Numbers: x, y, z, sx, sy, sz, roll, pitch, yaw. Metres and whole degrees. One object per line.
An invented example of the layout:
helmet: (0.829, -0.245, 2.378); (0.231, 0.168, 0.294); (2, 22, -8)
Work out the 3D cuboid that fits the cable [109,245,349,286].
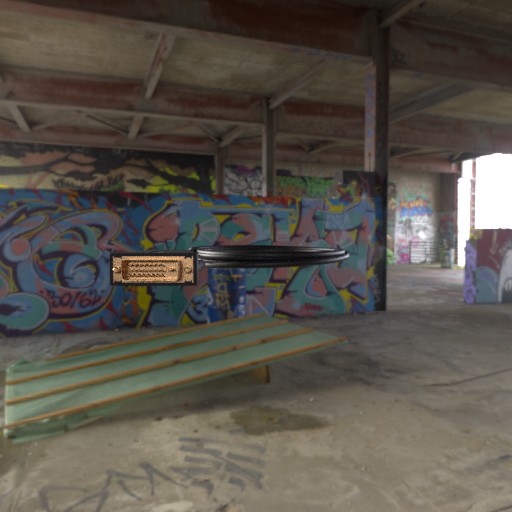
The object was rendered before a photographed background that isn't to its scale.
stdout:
cable: (0.000, 0.000, 0.335); (0.136, 0.015, 0.281); (0, 3, 0)
